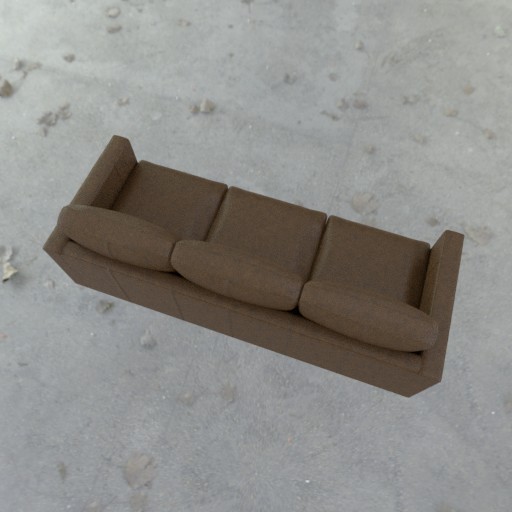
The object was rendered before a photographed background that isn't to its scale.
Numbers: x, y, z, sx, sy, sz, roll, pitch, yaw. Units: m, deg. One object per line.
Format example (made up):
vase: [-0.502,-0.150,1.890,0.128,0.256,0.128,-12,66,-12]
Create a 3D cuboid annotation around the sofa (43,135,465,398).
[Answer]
sofa: [0.000,0.000,2.703,2.231,0.930,0.903,17,65,8]
